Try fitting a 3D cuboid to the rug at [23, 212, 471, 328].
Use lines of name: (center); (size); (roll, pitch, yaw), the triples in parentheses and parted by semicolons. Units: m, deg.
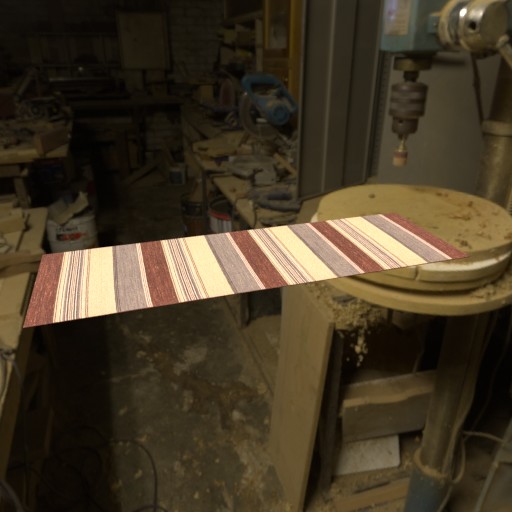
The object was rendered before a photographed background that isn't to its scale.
rug: (0.000, 0.000, 2.656); (2.437, 0.006, 0.792); (-8, 27, -16)
